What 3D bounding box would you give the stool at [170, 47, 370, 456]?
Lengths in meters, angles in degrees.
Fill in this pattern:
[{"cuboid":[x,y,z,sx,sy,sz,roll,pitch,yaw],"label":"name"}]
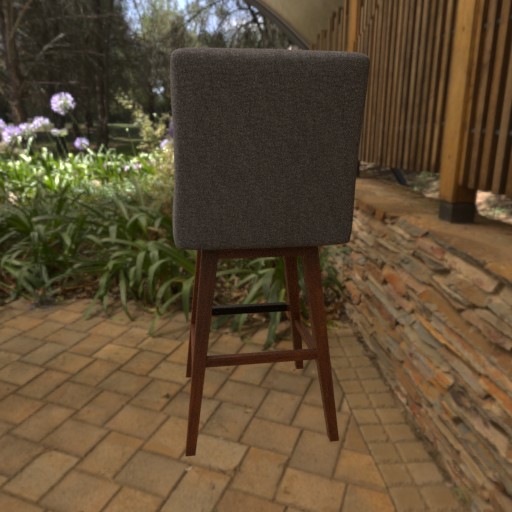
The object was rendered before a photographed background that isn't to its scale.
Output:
[{"cuboid":[0.000,0.000,1.343,0.489,1.068,0.572,-2,16,-8],"label":"stool"}]
